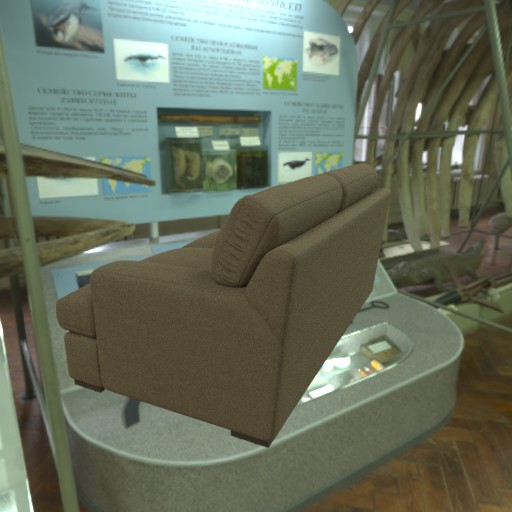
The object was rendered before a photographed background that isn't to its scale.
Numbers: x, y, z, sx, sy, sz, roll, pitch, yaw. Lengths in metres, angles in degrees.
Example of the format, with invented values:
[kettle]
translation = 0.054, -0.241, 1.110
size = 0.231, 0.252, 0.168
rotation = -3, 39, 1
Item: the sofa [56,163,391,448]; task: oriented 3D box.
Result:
[sofa]
translation = 0.000, 0.000, 2.481
size = 1.140, 0.950, 1.869
rotation = 8, 18, 25
